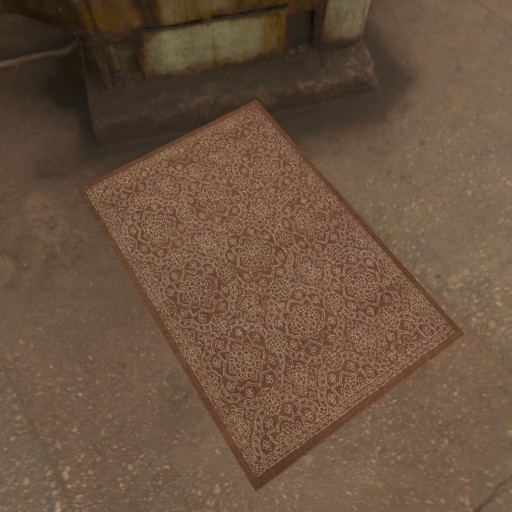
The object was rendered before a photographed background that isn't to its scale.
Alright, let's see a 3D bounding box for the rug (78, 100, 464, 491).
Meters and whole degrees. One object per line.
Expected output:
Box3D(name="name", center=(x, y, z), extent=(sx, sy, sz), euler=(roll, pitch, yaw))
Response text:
Box3D(name="rug", center=(0.000, 0.000, 2.333), extent=(1.219, 0.010, 1.829), euler=(-31, 68, -14))
